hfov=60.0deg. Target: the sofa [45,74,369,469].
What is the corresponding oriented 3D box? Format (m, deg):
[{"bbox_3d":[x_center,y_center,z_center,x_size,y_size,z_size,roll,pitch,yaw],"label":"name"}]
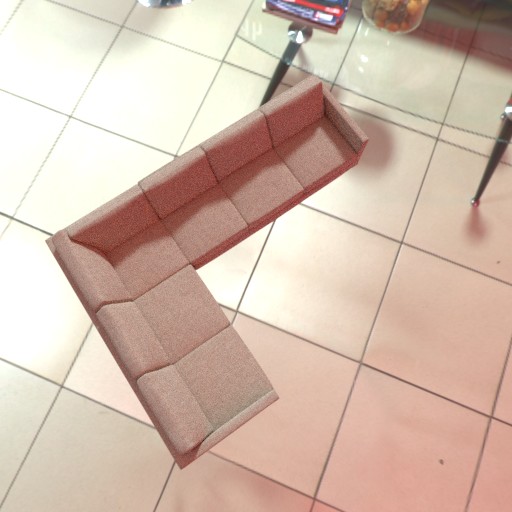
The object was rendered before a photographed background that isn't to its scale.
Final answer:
[{"bbox_3d":[0.000,0.000,4.366,3.182,0.863,2.432,-34,78,-8],"label":"sofa"}]
